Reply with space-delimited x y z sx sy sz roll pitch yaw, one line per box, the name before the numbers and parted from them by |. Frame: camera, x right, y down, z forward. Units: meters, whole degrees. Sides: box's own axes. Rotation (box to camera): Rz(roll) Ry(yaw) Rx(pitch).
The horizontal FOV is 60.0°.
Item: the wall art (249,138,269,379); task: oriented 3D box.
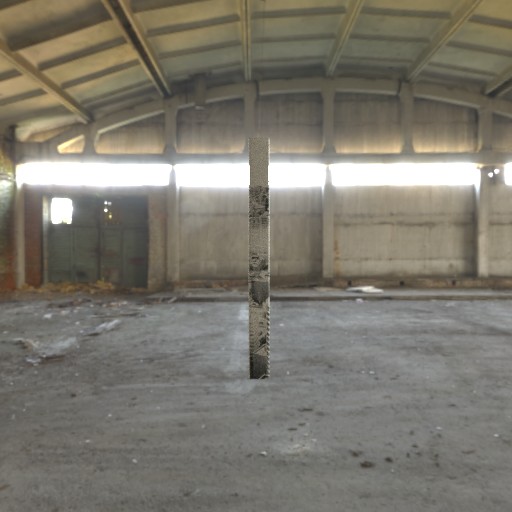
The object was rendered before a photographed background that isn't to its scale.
wall art | 0.000 0.000 1.690 0.044 0.507 1.520 0 0 0
